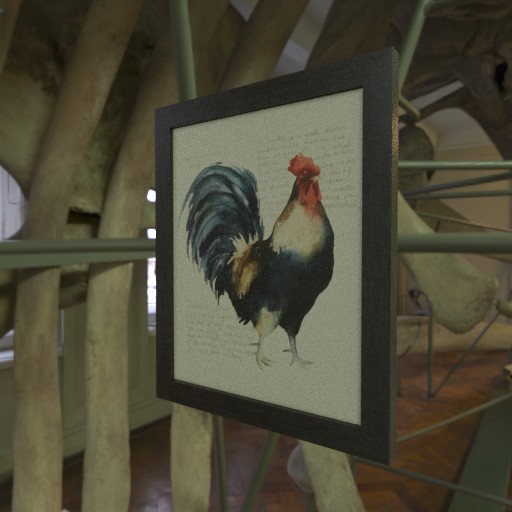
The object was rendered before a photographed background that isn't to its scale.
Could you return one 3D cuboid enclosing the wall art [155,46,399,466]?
[{"bbox_3d":[0.000,0.000,0.763,0.479,0.580,0.027,1,2,36],"label":"wall art"}]
